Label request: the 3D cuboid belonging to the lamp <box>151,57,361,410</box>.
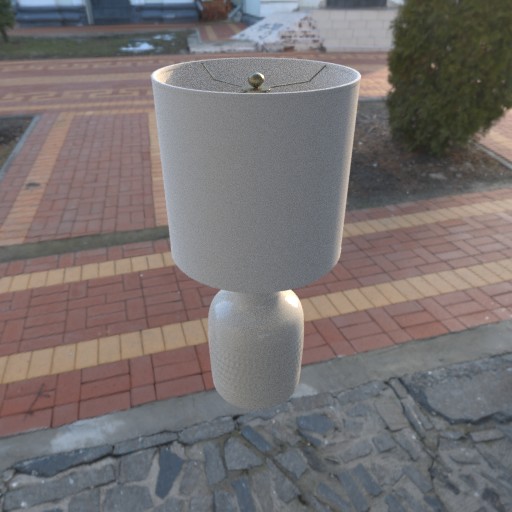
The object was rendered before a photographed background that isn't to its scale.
[{"bbox_3d":[0.000,0.000,0.506,0.188,0.392,0.188,0,32,0],"label":"lamp"}]
